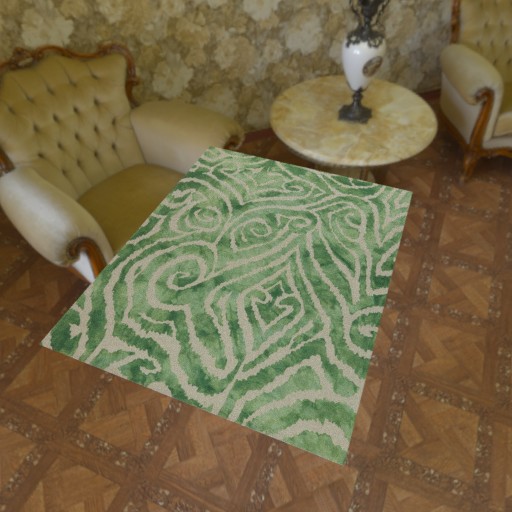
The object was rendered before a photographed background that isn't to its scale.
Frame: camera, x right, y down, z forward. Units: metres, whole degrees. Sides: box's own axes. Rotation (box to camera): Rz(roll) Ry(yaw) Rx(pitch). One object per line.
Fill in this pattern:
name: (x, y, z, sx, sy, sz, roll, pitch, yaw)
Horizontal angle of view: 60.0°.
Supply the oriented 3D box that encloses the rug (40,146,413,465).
rug: (0.000, 0.000, 4.138, 2.436, 0.007, 3.045, 16, 48, 15)
